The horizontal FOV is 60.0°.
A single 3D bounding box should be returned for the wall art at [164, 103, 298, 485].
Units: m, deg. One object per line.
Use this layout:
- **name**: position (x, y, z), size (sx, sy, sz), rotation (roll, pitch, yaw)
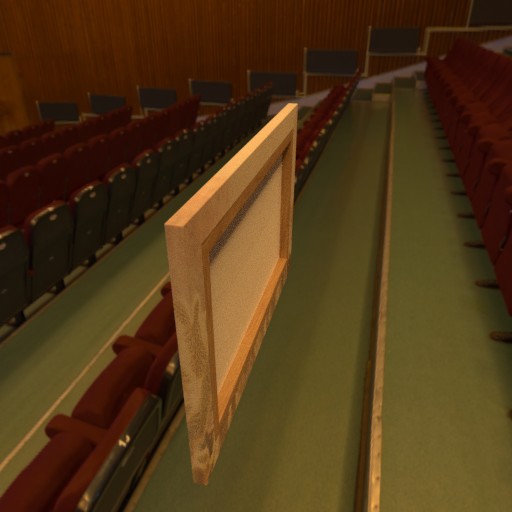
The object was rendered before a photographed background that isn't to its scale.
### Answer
- **wall art**: position (0.000, 0.000, 1.461), size (0.041, 0.758, 1.142), rotation (8, 31, 13)
